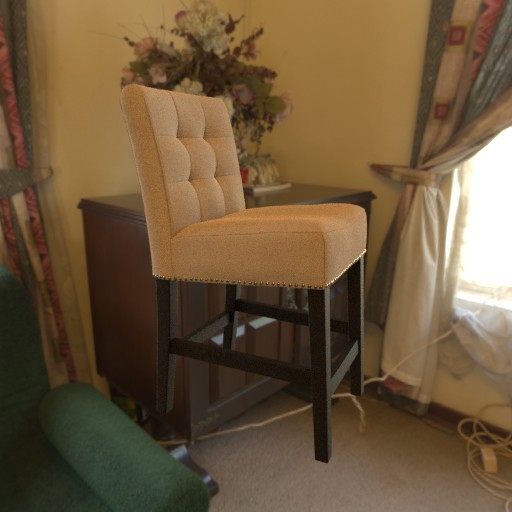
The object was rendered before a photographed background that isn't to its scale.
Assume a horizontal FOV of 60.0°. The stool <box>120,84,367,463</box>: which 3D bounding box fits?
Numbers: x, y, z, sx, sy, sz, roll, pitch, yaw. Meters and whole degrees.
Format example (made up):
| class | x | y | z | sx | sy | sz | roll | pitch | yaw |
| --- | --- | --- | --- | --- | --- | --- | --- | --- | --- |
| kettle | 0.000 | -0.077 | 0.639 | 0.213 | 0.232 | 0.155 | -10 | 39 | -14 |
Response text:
| class | x | y | z | sx | sy | sz | roll | pitch | yaw |
| --- | --- | --- | --- | --- | --- | --- | --- | --- | --- |
| stool | 0.000 | 0.000 | 1.234 | 0.571 | 0.885 | 0.427 | 7 | 16 | 26 |
